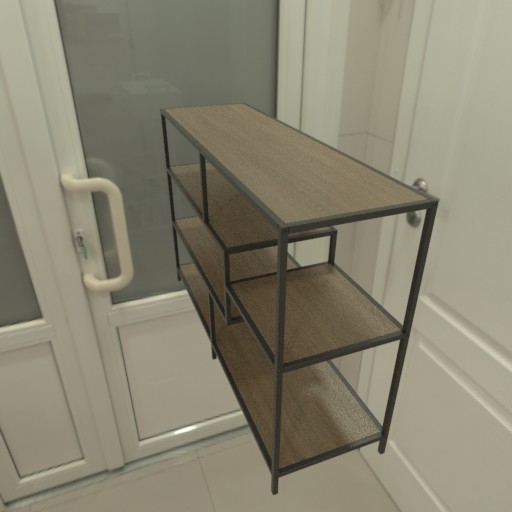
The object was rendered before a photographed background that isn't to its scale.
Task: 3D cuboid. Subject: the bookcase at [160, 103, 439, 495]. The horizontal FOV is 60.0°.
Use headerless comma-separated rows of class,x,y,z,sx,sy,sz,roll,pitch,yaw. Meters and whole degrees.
bookcase,0.000,0.000,1.494,0.350,0.780,1.140,-11,31,-19
